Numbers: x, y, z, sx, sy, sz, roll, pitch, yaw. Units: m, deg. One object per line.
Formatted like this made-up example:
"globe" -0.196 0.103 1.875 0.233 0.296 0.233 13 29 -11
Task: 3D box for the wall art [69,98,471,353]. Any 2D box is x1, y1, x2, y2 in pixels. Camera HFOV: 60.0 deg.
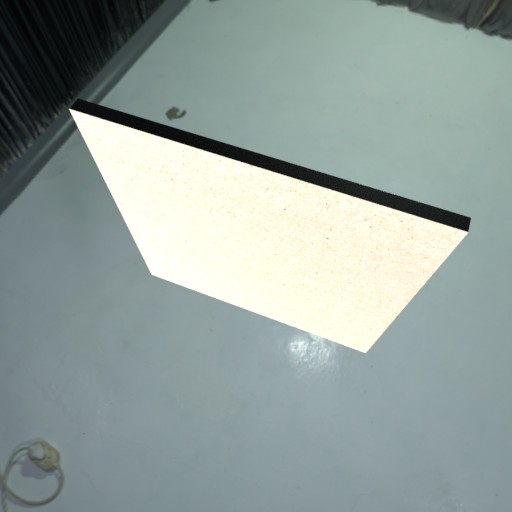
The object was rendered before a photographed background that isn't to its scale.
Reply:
"wall art" 0.000 0.000 1.155 0.773 0.775 0.031 19 64 9
